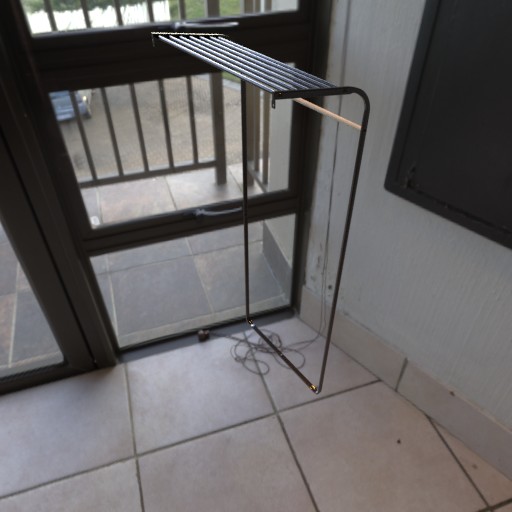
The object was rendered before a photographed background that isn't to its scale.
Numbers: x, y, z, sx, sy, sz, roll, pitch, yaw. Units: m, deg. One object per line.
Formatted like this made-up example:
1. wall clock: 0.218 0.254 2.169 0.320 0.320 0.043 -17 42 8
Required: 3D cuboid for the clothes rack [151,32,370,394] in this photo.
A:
1. clothes rack: 0.000 0.000 1.770 0.349 1.574 0.609 -26 47 -27
